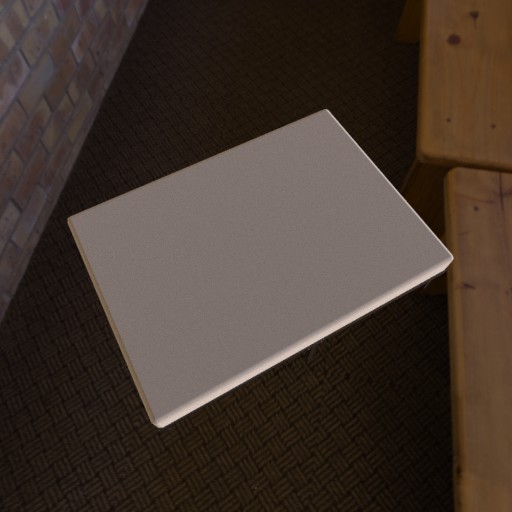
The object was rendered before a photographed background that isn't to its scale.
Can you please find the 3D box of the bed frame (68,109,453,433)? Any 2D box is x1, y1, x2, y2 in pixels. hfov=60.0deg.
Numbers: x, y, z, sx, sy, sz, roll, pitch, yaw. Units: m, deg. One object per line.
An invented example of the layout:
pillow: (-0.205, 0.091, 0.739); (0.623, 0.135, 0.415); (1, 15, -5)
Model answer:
bed frame: (0.000, 0.000, 3.917); (2.842, 0.680, 2.205); (-19, 64, -10)
